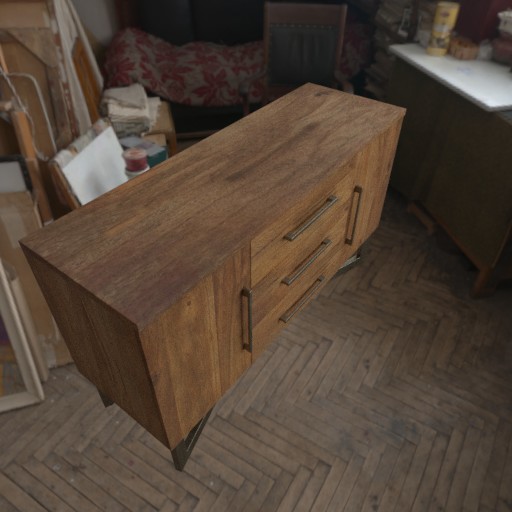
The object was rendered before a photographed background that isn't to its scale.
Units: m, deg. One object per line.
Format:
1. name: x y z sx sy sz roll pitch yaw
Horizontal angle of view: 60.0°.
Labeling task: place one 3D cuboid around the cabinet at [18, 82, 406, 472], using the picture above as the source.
1. cabinet: 0.000 0.000 1.699 0.480 0.812 1.373 27 48 27
